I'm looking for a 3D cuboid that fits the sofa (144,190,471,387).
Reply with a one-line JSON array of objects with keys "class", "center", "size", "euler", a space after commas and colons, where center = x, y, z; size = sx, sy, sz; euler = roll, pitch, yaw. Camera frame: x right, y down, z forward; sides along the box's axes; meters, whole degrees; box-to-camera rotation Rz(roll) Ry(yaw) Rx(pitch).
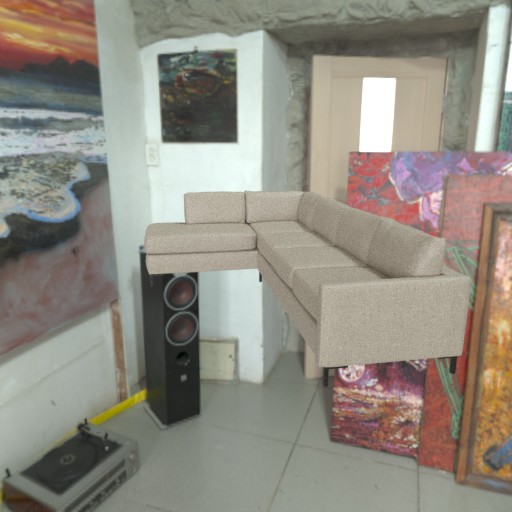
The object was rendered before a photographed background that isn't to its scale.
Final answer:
[{"class": "sofa", "center": [0.000, 0.000, 3.109], "size": [1.617, 0.703, 2.423], "euler": [-3, 14, -10]}]
